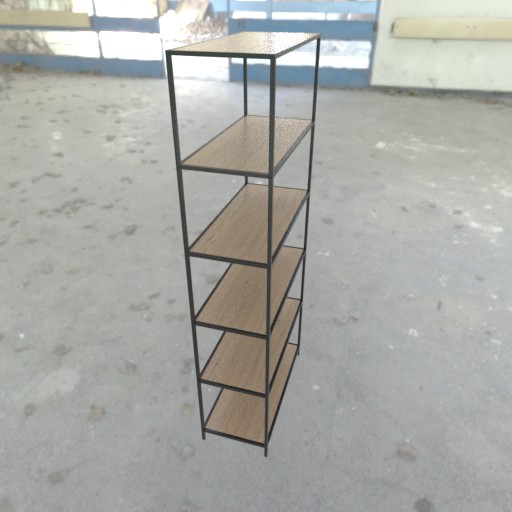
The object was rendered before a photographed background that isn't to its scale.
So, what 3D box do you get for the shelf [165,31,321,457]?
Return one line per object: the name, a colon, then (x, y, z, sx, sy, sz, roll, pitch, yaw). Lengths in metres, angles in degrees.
shelf: (0.000, 0.000, 2.106, 0.350, 1.850, 0.770, 9, 32, 15)
